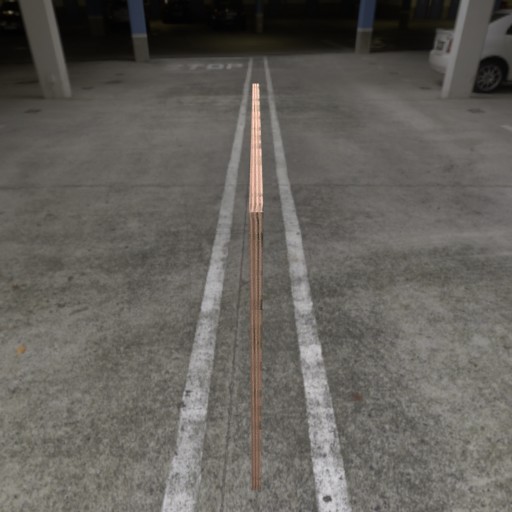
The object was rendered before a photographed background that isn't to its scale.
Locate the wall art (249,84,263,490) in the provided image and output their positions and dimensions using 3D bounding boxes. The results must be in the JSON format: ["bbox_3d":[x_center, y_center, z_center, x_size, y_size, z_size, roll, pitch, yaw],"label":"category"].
[{"bbox_3d":[0.000,0.000,0.688,0.012,0.408,0.508,0,32,0],"label":"wall art"}]
